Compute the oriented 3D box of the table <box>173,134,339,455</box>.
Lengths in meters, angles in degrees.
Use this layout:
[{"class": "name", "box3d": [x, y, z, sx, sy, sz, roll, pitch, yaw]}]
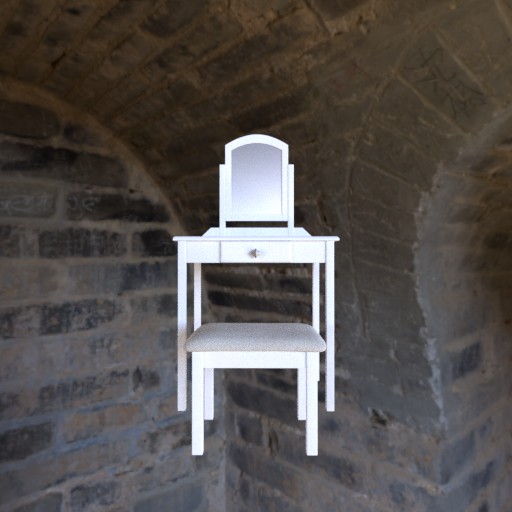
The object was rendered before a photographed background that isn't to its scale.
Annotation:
[{"class": "table", "box3d": [0.000, 0.000, 2.387, 0.876, 1.631, 1.211, 0, -1, 0]}]
